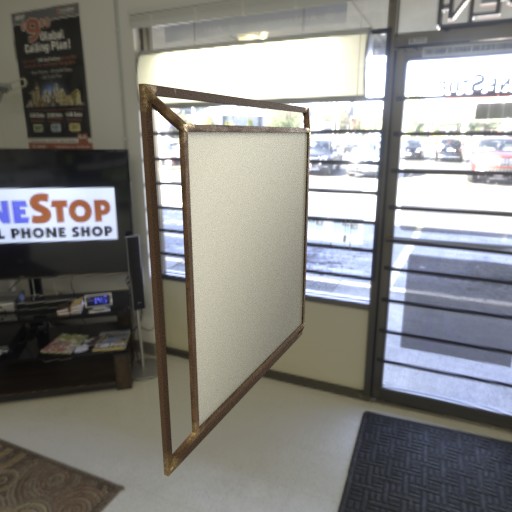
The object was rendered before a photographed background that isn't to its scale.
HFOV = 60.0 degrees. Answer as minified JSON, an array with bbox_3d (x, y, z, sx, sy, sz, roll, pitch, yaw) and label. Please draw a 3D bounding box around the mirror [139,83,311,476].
[{"bbox_3d":[0.000,0.000,0.912,0.032,0.610,0.610,8,17,26],"label":"mirror"}]
